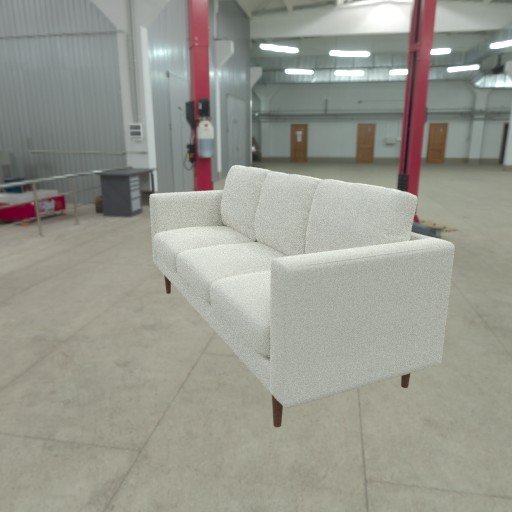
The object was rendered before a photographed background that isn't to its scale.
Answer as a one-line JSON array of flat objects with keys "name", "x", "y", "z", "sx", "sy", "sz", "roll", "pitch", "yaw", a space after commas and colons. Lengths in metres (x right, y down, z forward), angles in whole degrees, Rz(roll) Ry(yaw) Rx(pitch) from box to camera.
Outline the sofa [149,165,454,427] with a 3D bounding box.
[{"name": "sofa", "x": 0.000, "y": 0.000, "z": 2.521, "sx": 0.802, "sy": 0.912, "sz": 2.029, "roll": -7, "pitch": 17, "yaw": -24}]
